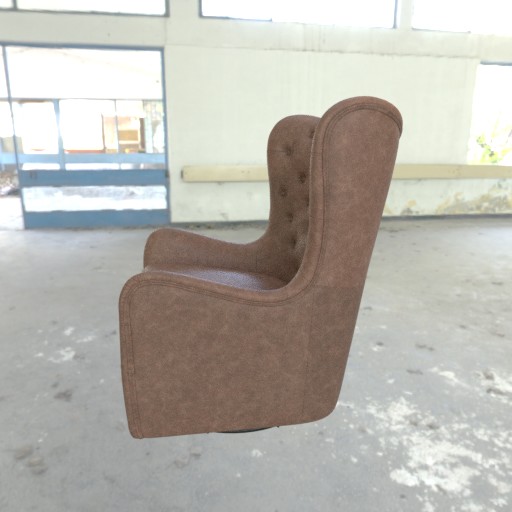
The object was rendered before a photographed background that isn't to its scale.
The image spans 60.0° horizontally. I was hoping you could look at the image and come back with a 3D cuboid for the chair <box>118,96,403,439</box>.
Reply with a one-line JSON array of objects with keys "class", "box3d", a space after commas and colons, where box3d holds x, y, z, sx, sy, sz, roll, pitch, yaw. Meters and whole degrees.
[{"class": "chair", "box3d": [0.000, 0.000, 1.684, 0.930, 1.079, 0.831, -2, 14, -7]}]
